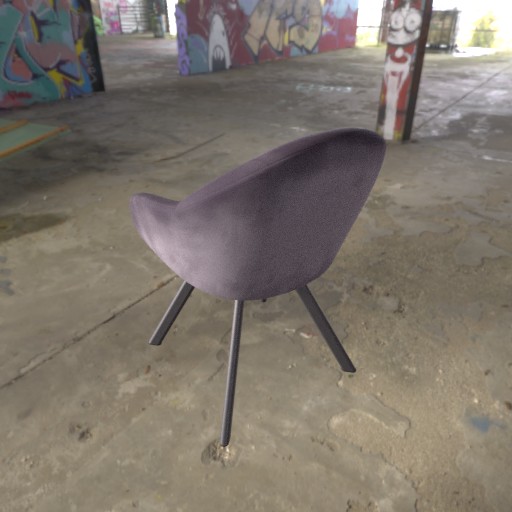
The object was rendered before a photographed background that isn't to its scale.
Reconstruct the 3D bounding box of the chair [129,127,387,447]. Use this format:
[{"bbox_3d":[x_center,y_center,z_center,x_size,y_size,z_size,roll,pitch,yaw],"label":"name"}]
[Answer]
[{"bbox_3d":[0.000,0.000,1.217,0.550,0.795,0.590,-19,35,-29],"label":"chair"}]
